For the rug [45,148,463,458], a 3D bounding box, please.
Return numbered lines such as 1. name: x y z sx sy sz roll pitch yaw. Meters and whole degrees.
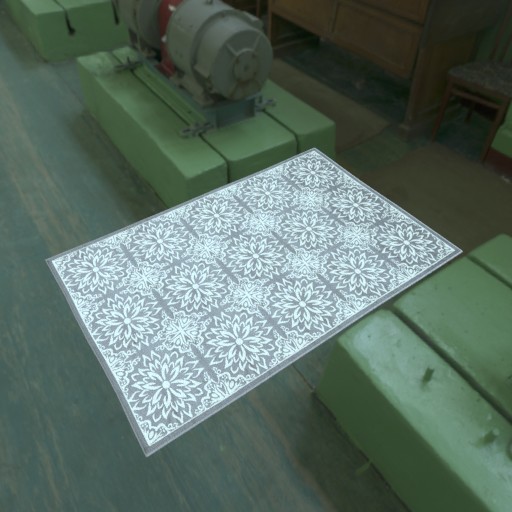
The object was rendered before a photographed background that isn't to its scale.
1. rug: 0.000 0.000 3.484 2.746 0.018 1.819 -27 52 -23
